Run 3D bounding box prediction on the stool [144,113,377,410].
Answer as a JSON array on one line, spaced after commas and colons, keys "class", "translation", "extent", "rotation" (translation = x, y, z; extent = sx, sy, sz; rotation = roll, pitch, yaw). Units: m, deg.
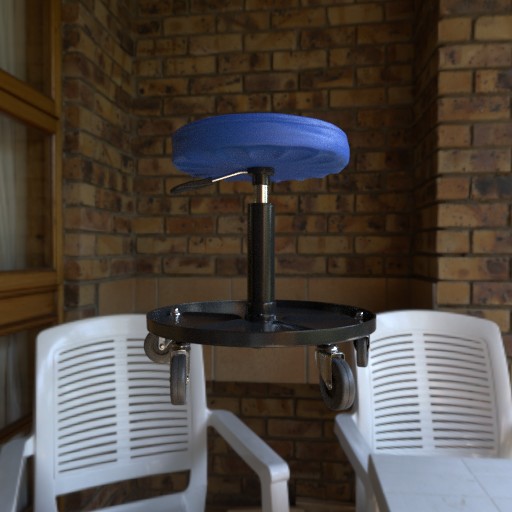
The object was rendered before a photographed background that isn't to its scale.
[{"class": "stool", "translation": [0.000, 0.000, 0.694], "extent": [0.382, 0.365, 0.381], "rotation": [0, 1, 1]}]
